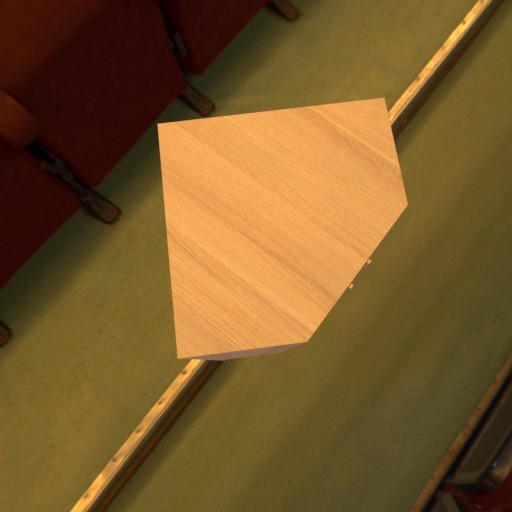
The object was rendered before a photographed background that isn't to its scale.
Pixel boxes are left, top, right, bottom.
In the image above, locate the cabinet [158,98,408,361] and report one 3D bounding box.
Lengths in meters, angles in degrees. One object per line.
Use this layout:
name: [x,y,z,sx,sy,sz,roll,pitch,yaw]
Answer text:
cabinet: [0.000,0.000,2.611,0.969,1.957,1.272,37,79,8]
